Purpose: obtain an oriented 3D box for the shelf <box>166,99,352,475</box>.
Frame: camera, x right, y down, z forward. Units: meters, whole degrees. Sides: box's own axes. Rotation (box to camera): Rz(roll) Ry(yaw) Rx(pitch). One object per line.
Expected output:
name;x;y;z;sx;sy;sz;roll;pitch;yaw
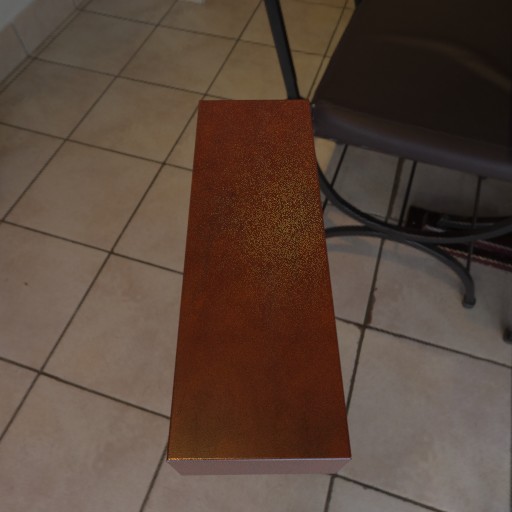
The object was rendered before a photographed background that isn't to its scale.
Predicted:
shelf;0.000;0.000;0.525;0.152;0.088;0.457;-1;57;0
